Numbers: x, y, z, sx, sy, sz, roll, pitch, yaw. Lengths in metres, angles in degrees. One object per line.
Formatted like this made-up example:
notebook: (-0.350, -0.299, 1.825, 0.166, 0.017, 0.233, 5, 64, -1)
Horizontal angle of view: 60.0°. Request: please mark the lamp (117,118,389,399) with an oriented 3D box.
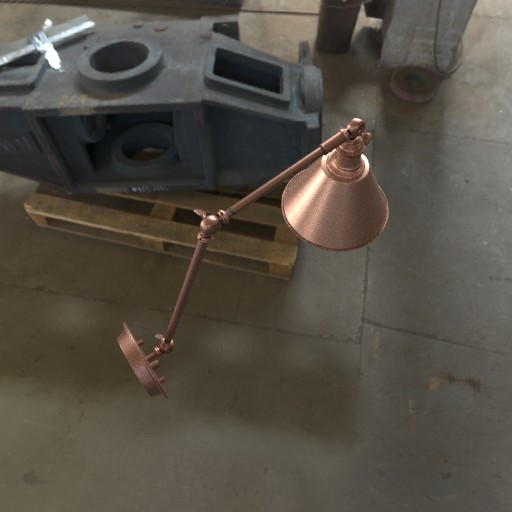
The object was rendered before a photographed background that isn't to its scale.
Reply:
lamp: (0.000, 0.000, 0.886, 0.624, 0.502, 0.223, -31, 64, -17)
